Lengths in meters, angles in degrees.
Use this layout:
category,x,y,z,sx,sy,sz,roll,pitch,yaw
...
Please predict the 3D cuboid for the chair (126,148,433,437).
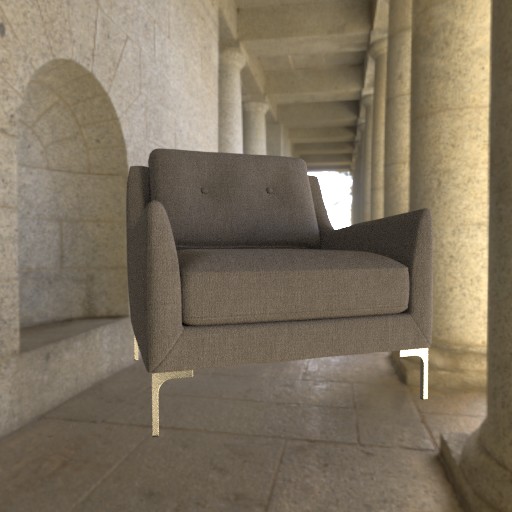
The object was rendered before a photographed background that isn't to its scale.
category,x,y,z,sx,sy,sz,roll,pitch,yaw
chair,0.000,0.000,1.547,0.847,0.828,0.849,-1,2,-19
